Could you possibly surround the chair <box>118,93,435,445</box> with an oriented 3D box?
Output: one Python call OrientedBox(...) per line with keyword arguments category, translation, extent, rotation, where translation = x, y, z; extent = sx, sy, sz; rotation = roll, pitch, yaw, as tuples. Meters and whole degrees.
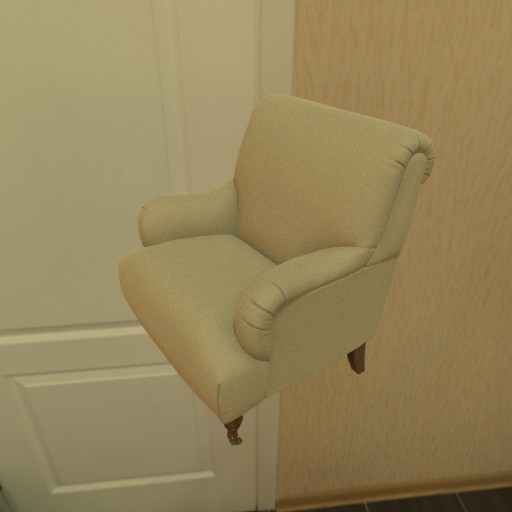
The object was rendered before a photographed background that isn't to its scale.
OrientedBox(category="chair", translation=(0.000, 0.000, 1.578), extent=(0.842, 0.942, 0.766), rotation=(-20, 37, -30))
